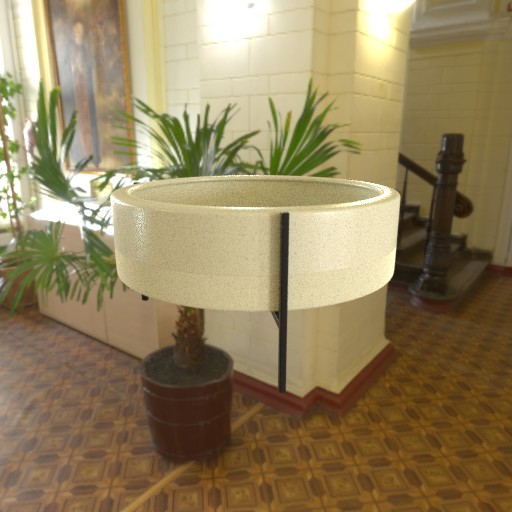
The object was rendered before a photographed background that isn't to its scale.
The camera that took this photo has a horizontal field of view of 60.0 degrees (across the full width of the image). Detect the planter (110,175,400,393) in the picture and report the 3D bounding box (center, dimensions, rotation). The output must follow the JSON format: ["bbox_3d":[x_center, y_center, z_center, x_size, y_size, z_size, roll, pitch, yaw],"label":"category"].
[{"bbox_3d":[0.000,0.000,0.555,0.336,0.171,0.345,-2,16,-8],"label":"planter"}]
